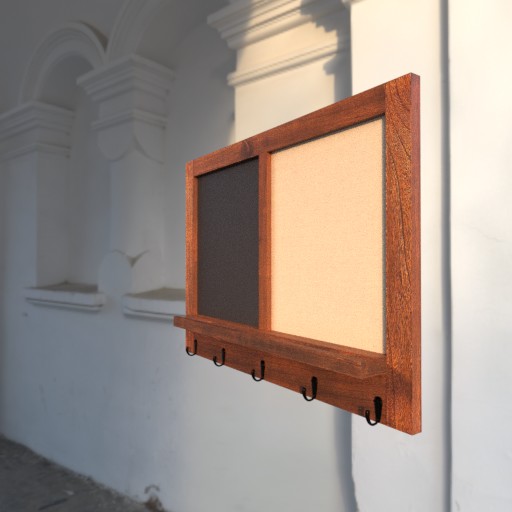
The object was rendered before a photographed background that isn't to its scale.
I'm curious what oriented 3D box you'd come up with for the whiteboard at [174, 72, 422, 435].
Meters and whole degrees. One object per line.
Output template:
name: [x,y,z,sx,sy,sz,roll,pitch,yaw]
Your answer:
whiteboard: [0.000,0.000,0.976,0.083,0.553,0.768,0,-1,-35]
